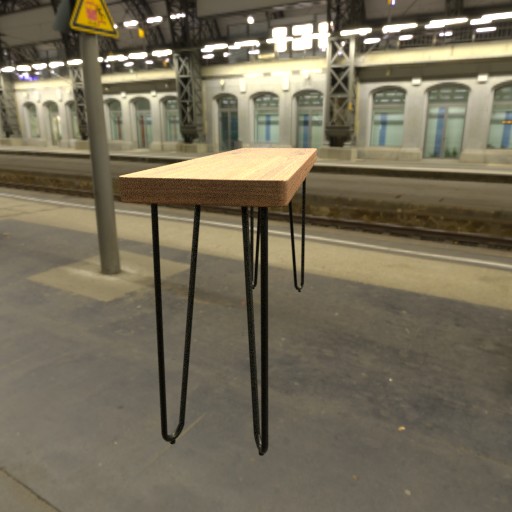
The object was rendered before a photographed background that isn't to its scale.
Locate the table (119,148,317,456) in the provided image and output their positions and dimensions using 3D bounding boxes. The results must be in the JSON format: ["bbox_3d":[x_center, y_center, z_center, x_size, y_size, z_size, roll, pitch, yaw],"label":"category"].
[{"bbox_3d":[0.000,0.000,1.910,0.425,0.834,1.570,3,17,10],"label":"table"}]
